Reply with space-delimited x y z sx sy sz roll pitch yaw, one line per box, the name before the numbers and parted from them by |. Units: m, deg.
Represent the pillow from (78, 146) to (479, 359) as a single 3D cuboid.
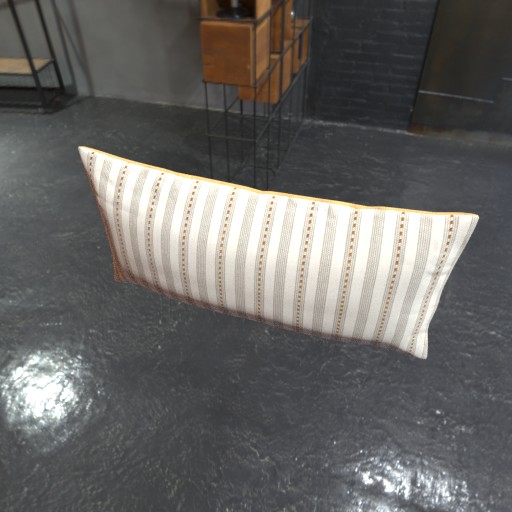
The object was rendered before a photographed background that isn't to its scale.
pillow | 0.000 0.000 0.731 0.608 0.291 0.151 12 42 14
